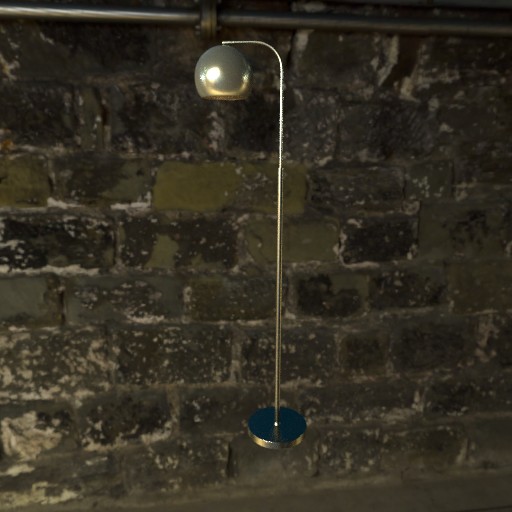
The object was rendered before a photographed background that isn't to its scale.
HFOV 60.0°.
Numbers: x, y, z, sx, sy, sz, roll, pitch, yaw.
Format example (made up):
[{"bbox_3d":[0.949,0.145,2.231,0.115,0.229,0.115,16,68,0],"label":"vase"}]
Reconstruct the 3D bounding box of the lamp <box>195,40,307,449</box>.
[{"bbox_3d":[0.000,0.000,1.704,0.431,1.526,0.250,2,15,7],"label":"lamp"}]
